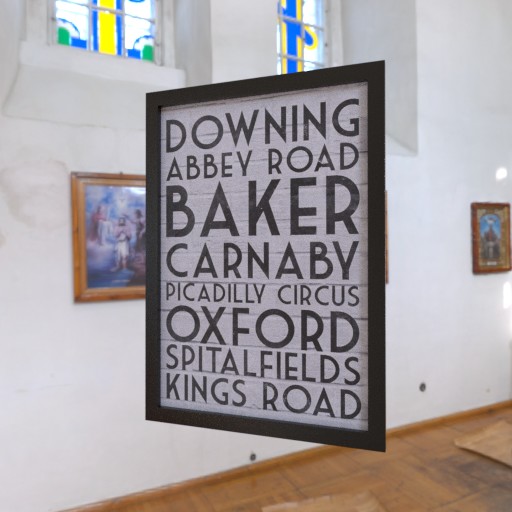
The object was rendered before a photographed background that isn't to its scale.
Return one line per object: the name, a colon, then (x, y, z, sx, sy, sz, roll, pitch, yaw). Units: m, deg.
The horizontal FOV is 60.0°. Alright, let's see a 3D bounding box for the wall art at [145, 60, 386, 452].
wall art: (0.000, 0.000, 0.542, 0.304, 0.432, 0.013, 0, 0, 19)
